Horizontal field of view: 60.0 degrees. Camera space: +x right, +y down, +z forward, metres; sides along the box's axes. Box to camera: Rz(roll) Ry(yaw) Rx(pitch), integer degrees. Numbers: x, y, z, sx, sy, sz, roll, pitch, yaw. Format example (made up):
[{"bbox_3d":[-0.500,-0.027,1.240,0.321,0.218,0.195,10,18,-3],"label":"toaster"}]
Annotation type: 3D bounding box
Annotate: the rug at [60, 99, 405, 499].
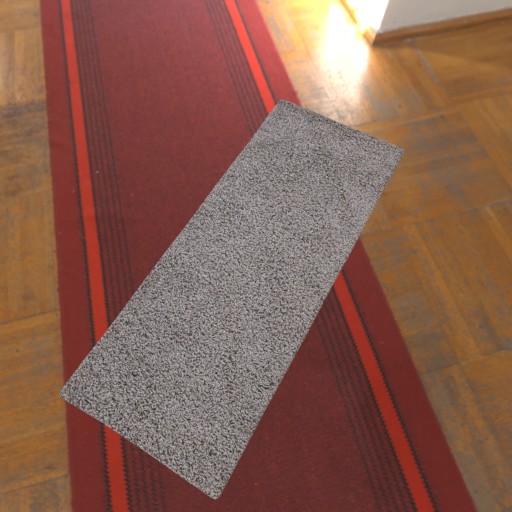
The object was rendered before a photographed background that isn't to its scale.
[{"bbox_3d":[0.000,0.000,1.676,0.609,0.030,1.524,27,66,13],"label":"rug"}]
